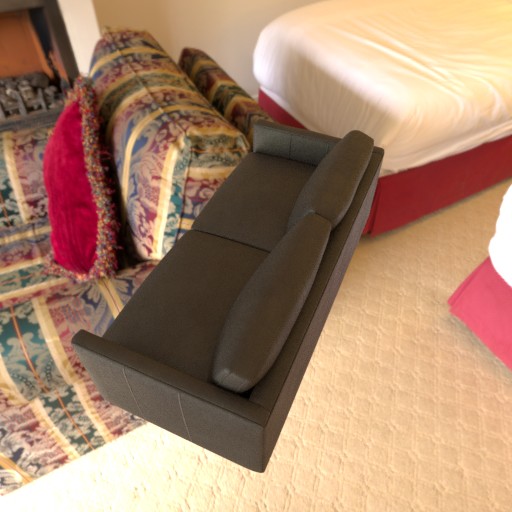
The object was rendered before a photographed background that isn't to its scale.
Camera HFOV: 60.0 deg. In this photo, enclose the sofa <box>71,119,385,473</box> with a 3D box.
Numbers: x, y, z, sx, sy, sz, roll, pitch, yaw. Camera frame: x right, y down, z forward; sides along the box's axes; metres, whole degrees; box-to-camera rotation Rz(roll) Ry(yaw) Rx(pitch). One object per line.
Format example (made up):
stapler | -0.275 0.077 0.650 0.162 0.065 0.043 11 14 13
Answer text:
sofa | 0.000 0.000 2.505 0.933 0.863 1.971 18 50 16
